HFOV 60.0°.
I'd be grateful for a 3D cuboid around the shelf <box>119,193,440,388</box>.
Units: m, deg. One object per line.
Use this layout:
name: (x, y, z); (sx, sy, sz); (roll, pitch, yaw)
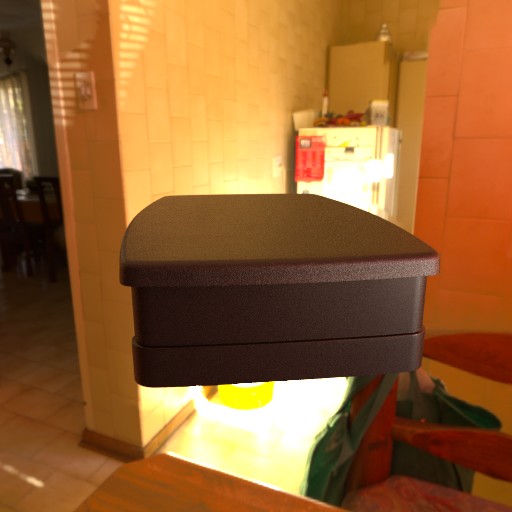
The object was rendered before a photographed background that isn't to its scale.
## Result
shelf: (0.000, 0.000, 0.522); (0.280, 0.100, 0.410); (-2, 15, -7)
